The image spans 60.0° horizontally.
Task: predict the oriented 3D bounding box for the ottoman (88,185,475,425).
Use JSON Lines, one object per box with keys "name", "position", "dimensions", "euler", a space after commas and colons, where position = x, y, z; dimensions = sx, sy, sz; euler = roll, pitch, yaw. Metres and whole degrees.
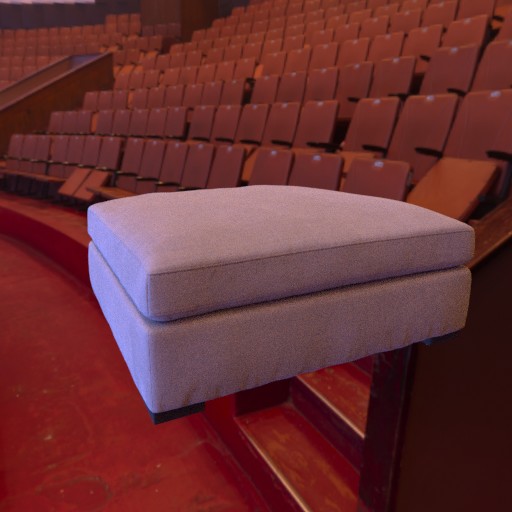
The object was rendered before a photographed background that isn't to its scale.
{"name": "ottoman", "position": [0.000, 0.000, 1.807], "dimensions": [1.203, 0.517, 1.171], "euler": [-8, 17, -26]}
